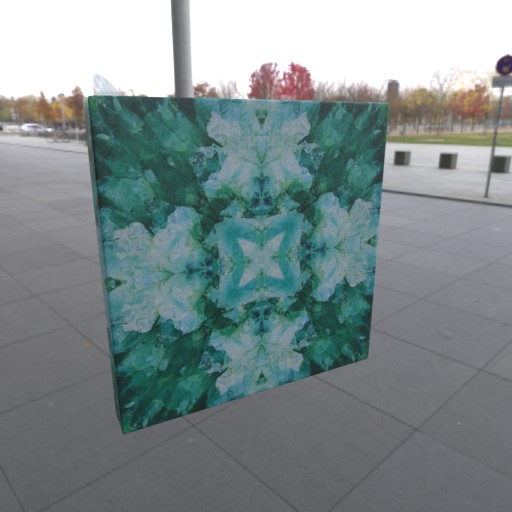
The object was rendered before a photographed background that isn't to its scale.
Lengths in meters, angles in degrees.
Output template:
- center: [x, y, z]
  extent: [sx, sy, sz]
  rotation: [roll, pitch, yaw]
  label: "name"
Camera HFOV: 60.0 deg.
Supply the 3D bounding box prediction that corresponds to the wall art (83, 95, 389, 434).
- center: [0.000, 0.000, 0.472]
  extent: [0.313, 0.313, 0.033]
  rotation: [-9, 19, -27]
  label: "wall art"
